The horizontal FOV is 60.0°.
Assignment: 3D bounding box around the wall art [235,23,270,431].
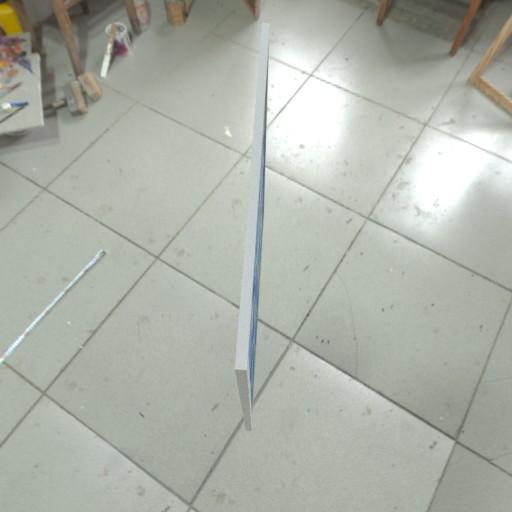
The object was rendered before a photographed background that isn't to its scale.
[{"bbox_3d":[0.000,0.000,0.988,0.015,0.660,0.660,3,62,1],"label":"wall art"}]
